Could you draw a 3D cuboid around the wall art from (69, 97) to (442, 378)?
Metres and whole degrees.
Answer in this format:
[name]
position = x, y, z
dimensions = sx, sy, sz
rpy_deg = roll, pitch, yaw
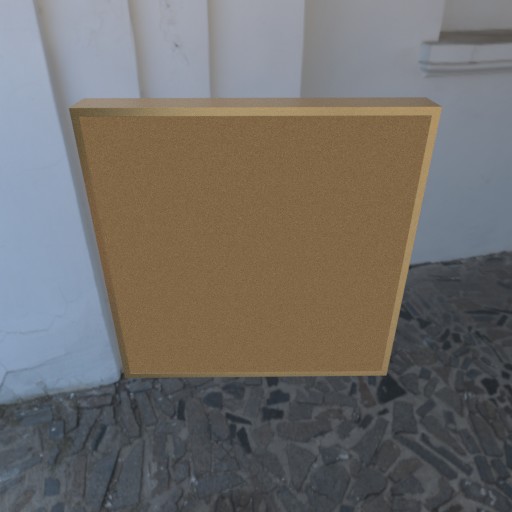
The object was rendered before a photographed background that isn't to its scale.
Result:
[wall art]
position = 0.000, 0.000, 0.455
dimensions = 0.304, 0.304, 0.038
rpy_deg = 0, 31, -1
